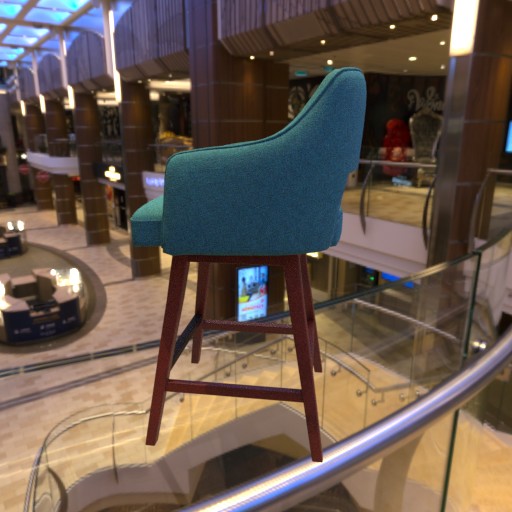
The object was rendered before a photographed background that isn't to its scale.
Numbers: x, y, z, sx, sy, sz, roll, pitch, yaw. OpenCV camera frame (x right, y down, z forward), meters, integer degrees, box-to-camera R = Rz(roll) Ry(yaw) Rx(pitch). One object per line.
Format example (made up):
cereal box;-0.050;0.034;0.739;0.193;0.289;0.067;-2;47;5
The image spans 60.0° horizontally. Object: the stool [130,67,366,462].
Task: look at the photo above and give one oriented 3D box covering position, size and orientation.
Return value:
stool;0.000;0.000;1.264;0.556;0.961;0.548;2;16;8
